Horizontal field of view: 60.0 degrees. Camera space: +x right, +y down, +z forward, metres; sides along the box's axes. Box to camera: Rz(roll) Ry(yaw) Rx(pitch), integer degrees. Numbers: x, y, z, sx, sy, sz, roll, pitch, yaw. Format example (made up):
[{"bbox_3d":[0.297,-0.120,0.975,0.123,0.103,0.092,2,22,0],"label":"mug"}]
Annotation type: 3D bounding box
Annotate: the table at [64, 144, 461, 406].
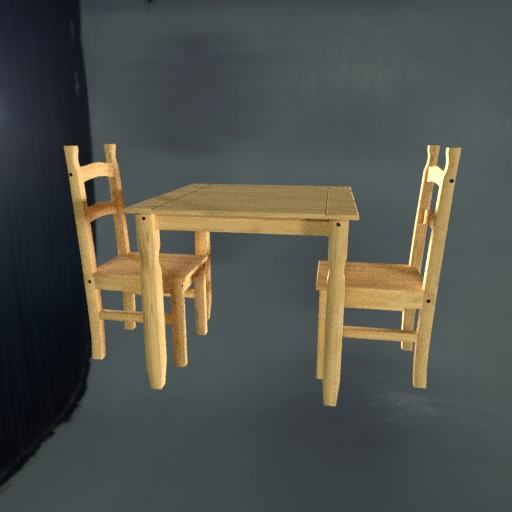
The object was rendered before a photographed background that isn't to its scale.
[{"bbox_3d":[0.000,0.000,1.949,1.501,0.942,0.813,3,16,9],"label":"table"}]
